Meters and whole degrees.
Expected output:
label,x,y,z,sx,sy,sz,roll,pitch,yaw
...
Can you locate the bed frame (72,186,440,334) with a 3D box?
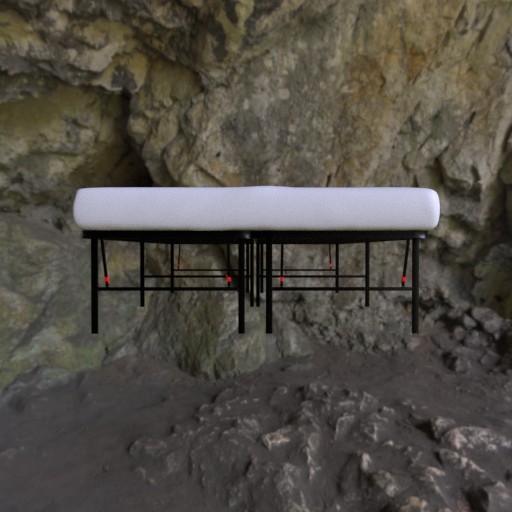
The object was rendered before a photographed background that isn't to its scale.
label,x,y,z,sx,sy,sz,roll,pitch,yaw
bed frame,0.000,0.000,2.913,1.584,0.667,2.151,0,1,0
